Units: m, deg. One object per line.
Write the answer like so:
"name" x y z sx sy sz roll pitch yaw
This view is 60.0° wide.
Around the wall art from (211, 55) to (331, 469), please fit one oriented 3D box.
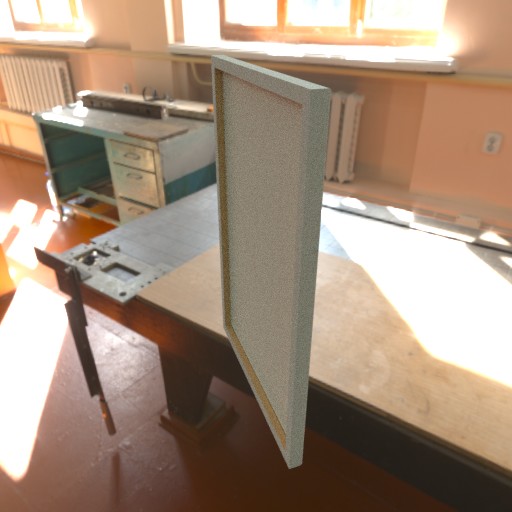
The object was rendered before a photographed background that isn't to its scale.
"wall art" 0.000 0.000 1.158 0.038 0.912 0.607 -10 31 -17
